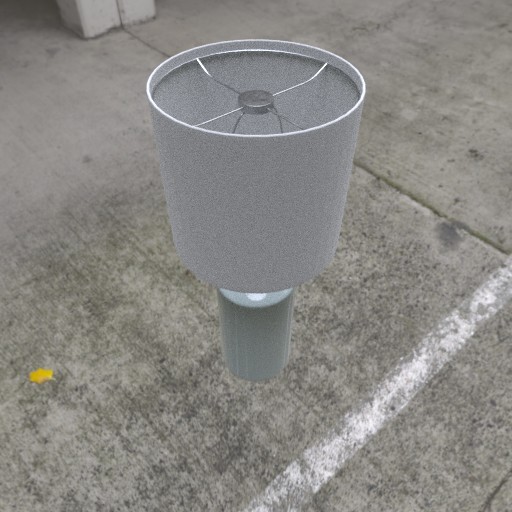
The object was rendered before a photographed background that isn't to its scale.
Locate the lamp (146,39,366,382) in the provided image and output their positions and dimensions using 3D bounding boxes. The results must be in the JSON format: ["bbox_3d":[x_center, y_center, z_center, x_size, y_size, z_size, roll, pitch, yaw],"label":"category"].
[{"bbox_3d":[0.000,0.000,0.609,0.212,0.493,0.212,-31,53,-27],"label":"lamp"}]
